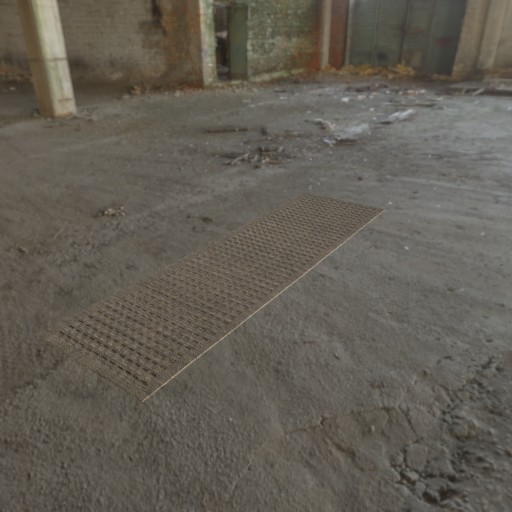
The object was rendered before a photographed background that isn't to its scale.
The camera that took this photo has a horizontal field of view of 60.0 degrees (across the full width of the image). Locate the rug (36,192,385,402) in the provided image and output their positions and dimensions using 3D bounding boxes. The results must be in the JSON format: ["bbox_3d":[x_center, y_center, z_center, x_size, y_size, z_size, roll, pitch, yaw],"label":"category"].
[{"bbox_3d":[0.000,0.000,2.706,0.706,0.009,2.443,18,32,31],"label":"rug"}]
